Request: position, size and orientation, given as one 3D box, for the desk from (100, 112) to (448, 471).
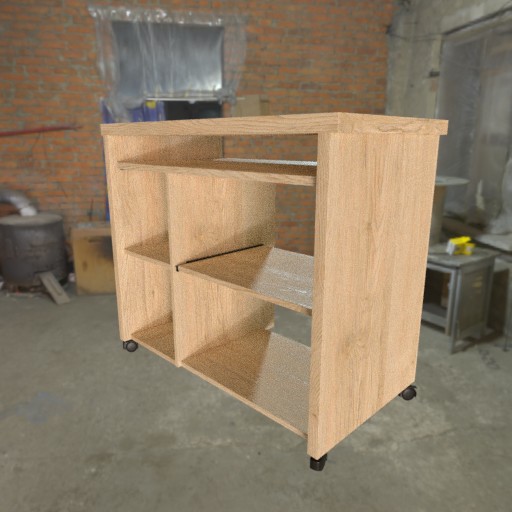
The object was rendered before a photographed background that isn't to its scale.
[{"bbox_3d":[0.000,0.000,1.334,0.885,0.770,0.480,14,20,43],"label":"desk"}]
